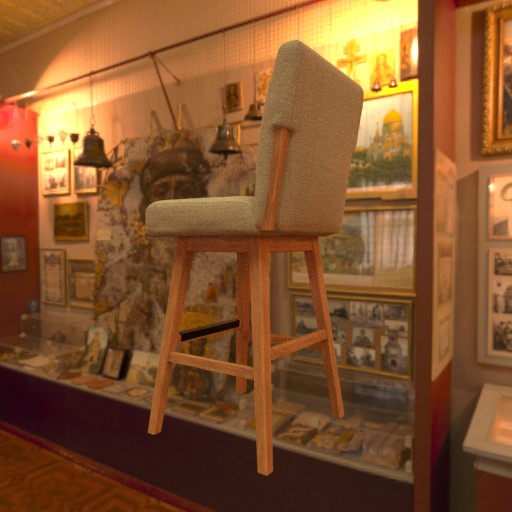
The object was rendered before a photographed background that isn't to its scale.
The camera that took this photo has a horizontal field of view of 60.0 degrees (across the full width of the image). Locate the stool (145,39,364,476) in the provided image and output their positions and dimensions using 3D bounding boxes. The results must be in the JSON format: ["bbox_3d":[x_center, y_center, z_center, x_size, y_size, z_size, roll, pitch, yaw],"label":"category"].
[{"bbox_3d":[0.000,0.000,1.427,0.569,1.106,0.483,1,2,35],"label":"stool"}]
